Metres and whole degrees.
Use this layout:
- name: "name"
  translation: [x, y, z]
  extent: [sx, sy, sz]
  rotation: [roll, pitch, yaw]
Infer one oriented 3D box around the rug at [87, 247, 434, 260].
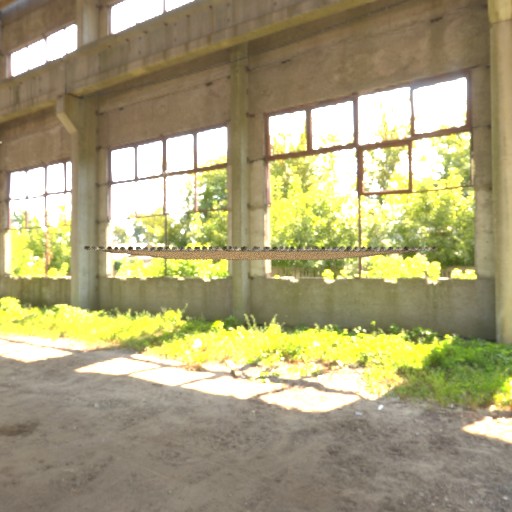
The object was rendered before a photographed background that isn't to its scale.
- name: "rug"
  translation: [0.000, 0.000, 3.105]
  extent: [1.530, 0.025, 2.431]
  rotation: [0, -1, -2]
